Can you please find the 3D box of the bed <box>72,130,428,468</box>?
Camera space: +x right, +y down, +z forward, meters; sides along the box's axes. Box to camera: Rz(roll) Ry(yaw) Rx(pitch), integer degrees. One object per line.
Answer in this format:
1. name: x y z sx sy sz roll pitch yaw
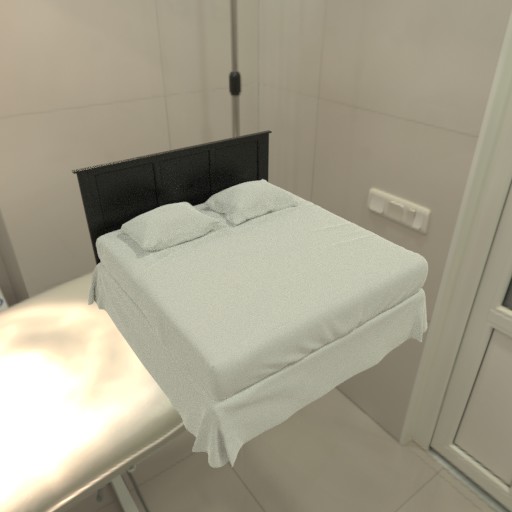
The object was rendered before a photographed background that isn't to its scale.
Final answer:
1. bed: 0.000 0.000 3.646 2.315 1.271 2.219 -21 37 -31
